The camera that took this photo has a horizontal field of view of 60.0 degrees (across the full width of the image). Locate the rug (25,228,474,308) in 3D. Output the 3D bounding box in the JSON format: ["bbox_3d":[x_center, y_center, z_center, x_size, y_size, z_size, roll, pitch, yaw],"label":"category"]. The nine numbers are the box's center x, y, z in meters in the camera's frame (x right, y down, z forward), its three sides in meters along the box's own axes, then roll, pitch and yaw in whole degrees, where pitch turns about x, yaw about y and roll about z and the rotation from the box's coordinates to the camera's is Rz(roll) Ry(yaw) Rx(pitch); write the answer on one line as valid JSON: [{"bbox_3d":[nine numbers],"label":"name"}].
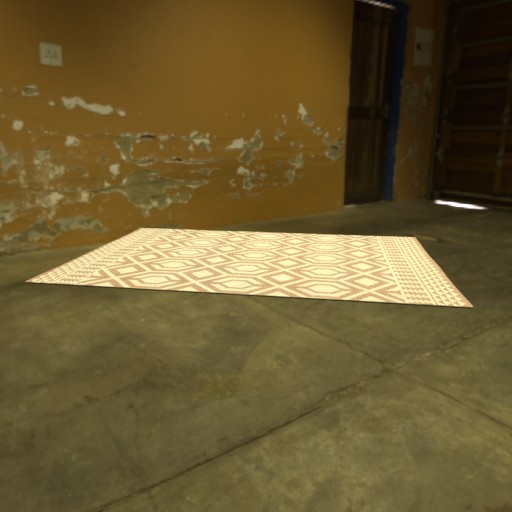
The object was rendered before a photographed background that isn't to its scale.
[{"bbox_3d":[0.000,0.000,2.357,1.829,0.008,1.219,2,15,9],"label":"rug"}]
